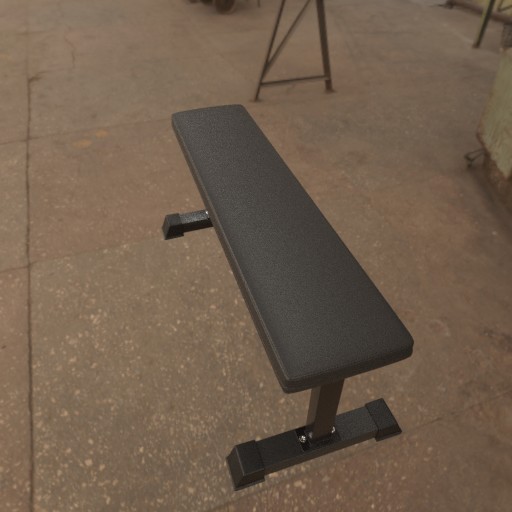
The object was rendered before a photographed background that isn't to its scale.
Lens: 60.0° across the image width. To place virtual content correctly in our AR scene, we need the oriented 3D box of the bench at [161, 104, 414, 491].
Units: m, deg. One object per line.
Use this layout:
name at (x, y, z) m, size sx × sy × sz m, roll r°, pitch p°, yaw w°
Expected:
bench at (0.000, 0.000, 1.265) m, size 0.439 × 0.453 × 1.072 m, roll -13°, pitch 44°, yaw -13°
